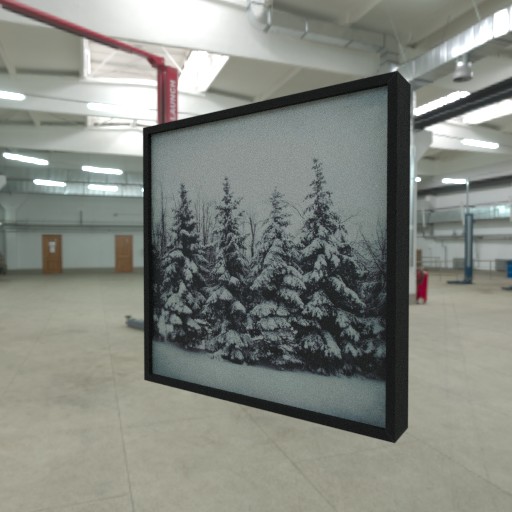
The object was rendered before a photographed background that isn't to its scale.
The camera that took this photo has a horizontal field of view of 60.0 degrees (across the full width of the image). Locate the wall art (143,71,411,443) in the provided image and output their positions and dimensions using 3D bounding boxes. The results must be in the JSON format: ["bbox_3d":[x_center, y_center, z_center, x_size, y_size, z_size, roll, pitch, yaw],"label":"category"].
[{"bbox_3d":[0.000,0.000,0.465,0.305,0.305,0.037,1,2,35],"label":"wall art"}]
